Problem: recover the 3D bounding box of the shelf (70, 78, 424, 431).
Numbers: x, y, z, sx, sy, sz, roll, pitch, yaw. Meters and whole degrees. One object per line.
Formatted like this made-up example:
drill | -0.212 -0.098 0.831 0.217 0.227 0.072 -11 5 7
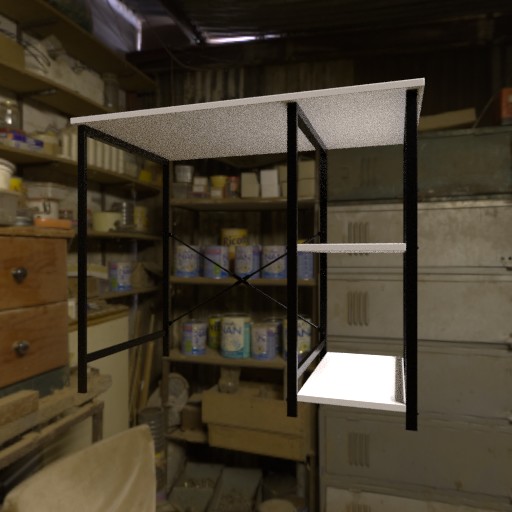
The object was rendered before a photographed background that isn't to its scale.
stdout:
shelf | 0.000 0.000 1.307 0.902 0.750 0.498 0 0 18
